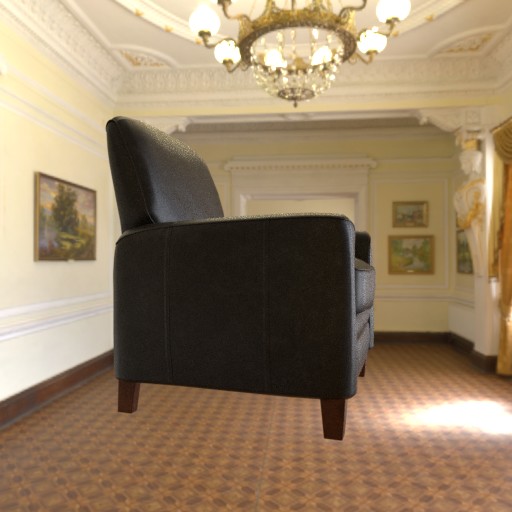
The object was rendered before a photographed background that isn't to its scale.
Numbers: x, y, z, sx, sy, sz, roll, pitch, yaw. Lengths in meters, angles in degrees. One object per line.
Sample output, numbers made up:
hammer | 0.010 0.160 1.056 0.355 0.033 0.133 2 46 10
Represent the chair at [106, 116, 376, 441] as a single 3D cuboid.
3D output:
chair | 0.000 0.000 1.677 0.864 1.014 0.848 0 -1 19
